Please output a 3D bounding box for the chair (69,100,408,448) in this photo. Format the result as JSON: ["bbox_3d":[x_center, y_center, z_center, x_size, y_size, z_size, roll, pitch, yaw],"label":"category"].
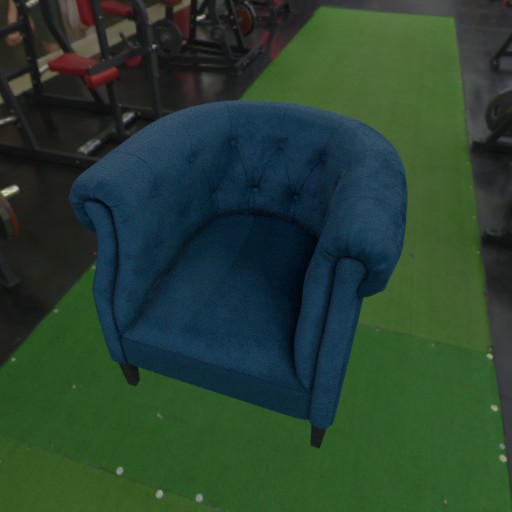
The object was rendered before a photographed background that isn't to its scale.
[{"bbox_3d":[0.000,0.000,1.547,0.904,0.826,0.851,13,43,15],"label":"chair"}]
